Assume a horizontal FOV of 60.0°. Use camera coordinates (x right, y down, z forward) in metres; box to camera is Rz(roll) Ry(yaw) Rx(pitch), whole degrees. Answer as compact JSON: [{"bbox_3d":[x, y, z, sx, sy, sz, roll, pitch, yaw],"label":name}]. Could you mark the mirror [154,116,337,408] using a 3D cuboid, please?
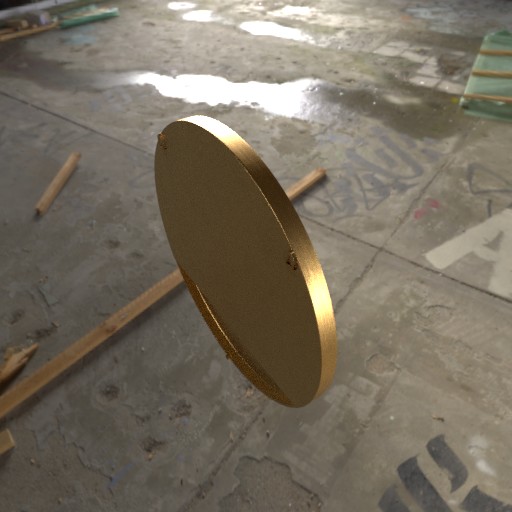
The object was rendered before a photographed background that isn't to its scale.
[{"bbox_3d":[0.000,0.000,0.705,0.133,0.457,0.457,-25,48,-25],"label":"mirror"}]
